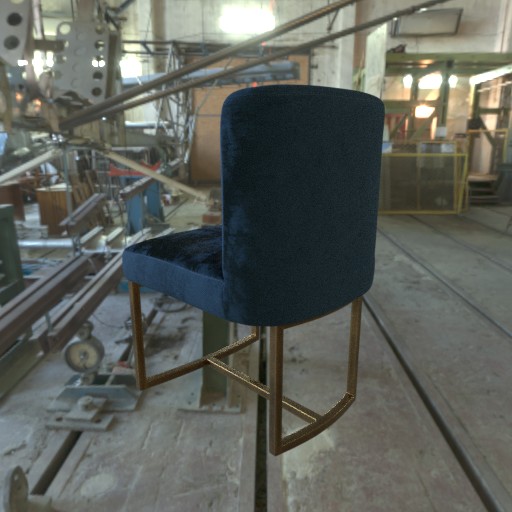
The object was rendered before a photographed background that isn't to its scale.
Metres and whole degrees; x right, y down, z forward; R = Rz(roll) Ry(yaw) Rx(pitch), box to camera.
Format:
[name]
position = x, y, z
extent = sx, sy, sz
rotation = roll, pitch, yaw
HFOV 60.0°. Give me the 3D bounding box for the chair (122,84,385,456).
[chair]
position = 0.000, 0.000, 1.206
extent = 0.530, 0.824, 0.560
rotation = -14, 20, -42
